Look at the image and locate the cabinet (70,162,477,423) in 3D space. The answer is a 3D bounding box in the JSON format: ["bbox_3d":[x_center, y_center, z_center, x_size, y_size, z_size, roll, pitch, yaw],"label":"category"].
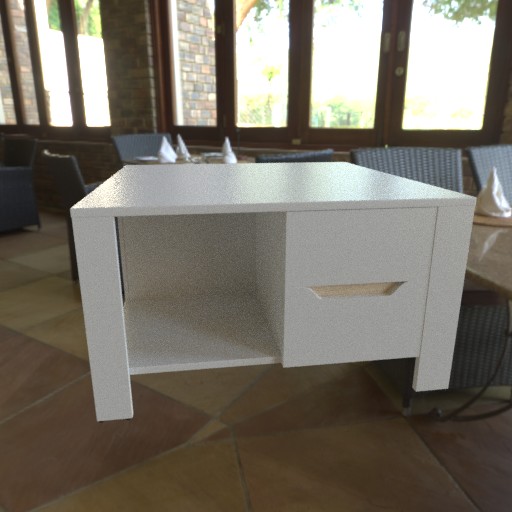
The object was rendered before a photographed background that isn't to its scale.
[{"bbox_3d":[0.000,0.000,1.301,0.800,0.460,0.800,-3,17,-8],"label":"cabinet"}]
